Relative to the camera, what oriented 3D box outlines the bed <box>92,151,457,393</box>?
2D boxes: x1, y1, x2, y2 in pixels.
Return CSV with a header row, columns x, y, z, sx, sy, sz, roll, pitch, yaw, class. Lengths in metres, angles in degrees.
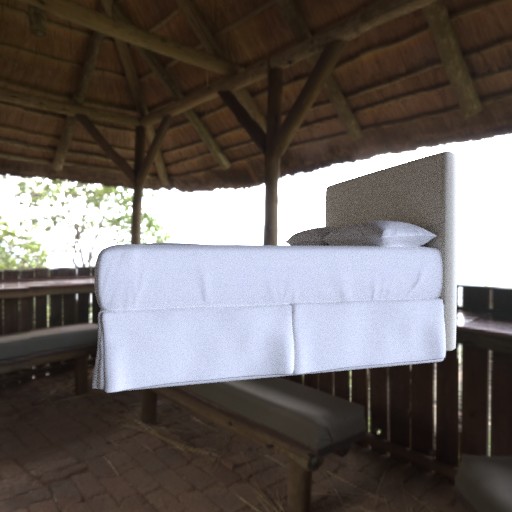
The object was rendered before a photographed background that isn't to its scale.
x,y,z,sx,sy,sz,roll,pitch,yaw,class
0.000,0.000,3.186,2.147,1.330,1.714,0,1,-18,bed
